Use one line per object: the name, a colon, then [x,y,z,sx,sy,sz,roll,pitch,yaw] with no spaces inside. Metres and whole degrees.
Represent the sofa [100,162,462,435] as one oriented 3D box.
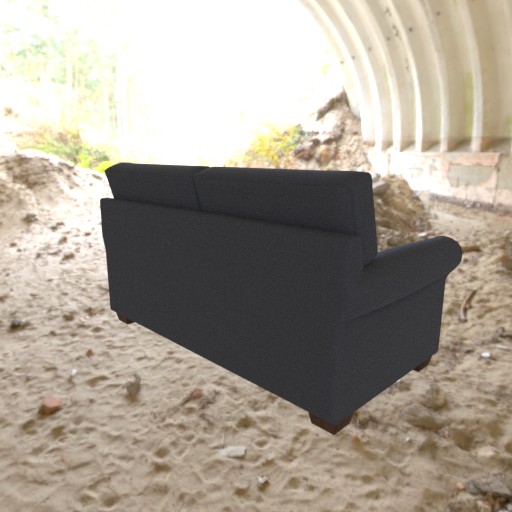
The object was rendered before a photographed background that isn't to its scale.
sofa: [0.000,0.000,2.509,0.940,1.020,1.930,-13,18,-43]
